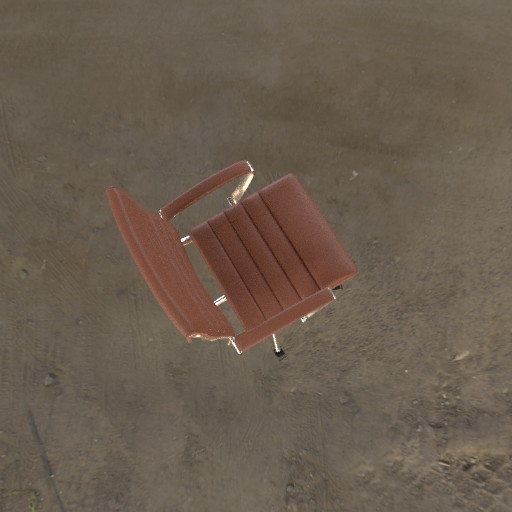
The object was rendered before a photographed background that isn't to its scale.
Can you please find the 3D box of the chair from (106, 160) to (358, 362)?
[{"bbox_3d":[0.000,0.000,1.677,0.739,1.149,0.766,-30,77,-7],"label":"chair"}]
